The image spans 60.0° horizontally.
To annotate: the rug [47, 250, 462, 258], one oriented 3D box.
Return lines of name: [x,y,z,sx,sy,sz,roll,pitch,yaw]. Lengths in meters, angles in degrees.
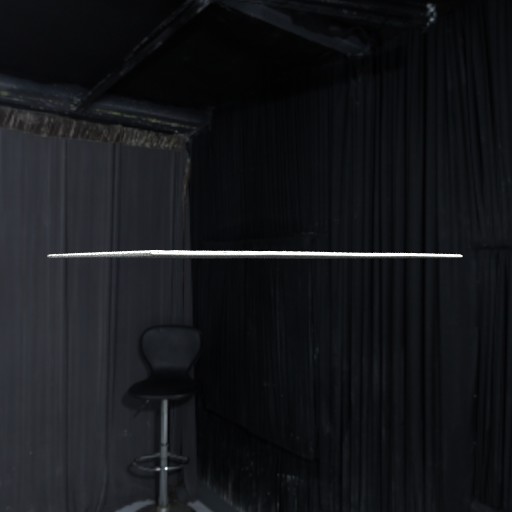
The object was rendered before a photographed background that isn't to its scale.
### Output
rug: [0.000,0.000,3.245,2.449,0.028,1.829,0,-1,-37]
